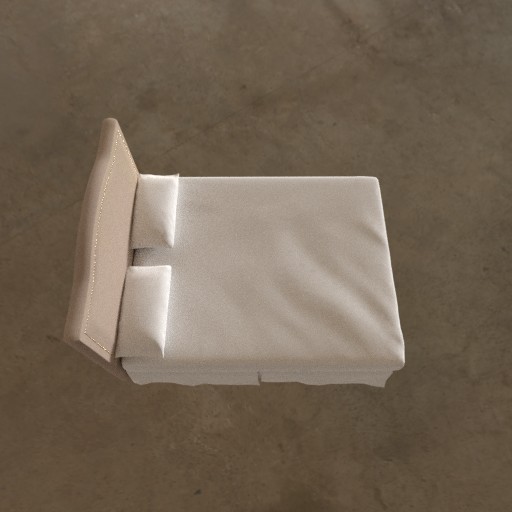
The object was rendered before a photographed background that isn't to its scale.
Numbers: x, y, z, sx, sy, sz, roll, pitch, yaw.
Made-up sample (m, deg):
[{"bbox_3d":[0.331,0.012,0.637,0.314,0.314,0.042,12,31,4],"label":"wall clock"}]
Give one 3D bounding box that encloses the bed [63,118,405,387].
[{"bbox_3d":[0.000,0.000,3.528,2.282,1.436,1.821,0,65,0],"label":"bed"}]
